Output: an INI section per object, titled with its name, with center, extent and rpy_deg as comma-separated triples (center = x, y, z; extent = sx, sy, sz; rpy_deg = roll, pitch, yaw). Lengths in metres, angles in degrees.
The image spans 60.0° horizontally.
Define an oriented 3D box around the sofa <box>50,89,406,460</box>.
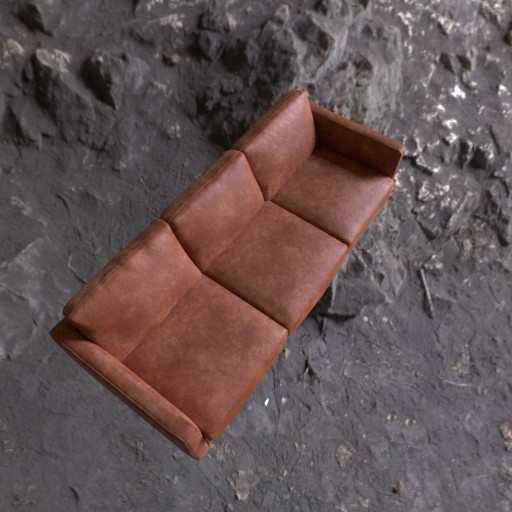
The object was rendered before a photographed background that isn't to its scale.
[sofa]
center = 0.000, 0.000, 3.032
extent = 1.045, 1.006, 2.464
rpy_deg = 31, 63, 18
